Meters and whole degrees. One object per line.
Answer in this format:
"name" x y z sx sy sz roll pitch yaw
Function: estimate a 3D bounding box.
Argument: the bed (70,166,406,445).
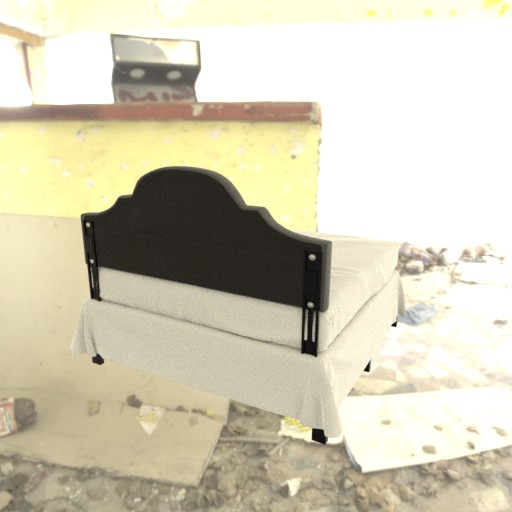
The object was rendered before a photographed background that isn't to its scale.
"bed" 0.000 0.000 3.788 2.303 1.631 2.222 9 18 28
